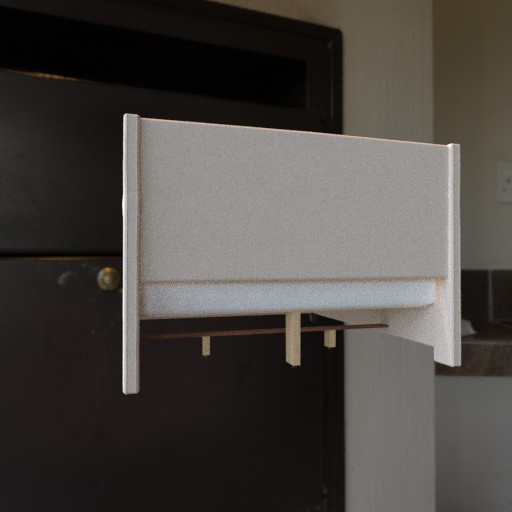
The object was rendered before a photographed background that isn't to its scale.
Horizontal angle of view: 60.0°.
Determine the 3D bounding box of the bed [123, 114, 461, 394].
[{"bbox_3d":[0.000,0.000,3.709,2.145,1.471,2.293,0,0,-17],"label":"bed"}]
